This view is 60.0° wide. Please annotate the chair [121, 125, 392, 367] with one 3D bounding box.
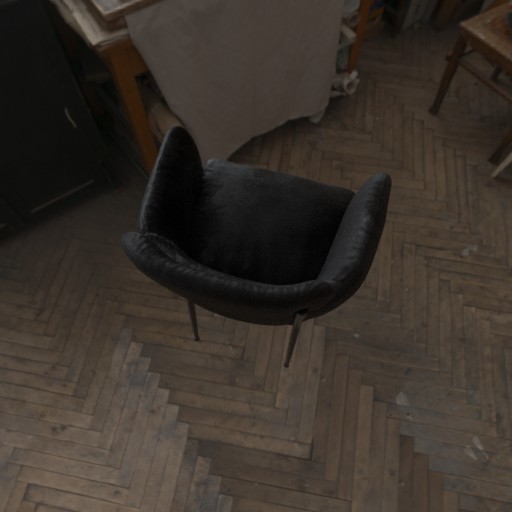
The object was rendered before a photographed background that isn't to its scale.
[{"bbox_3d":[0.000,0.000,1.295,0.640,0.818,0.604,15,64,7],"label":"chair"}]
